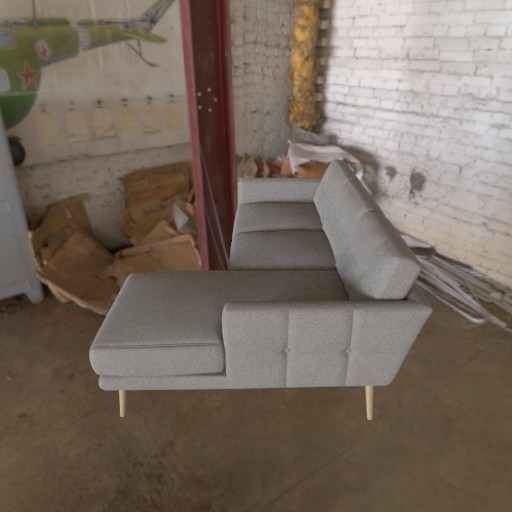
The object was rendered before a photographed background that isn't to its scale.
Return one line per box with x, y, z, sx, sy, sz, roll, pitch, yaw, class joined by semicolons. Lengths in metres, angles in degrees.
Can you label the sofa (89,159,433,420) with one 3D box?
0.000;0.000;2.889;1.530;0.860;2.040;0;26;0;sofa
